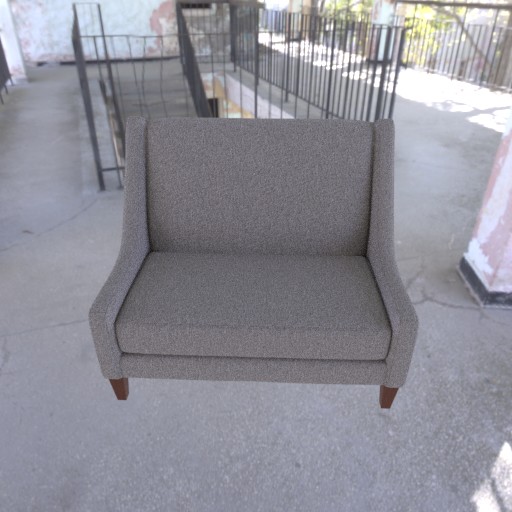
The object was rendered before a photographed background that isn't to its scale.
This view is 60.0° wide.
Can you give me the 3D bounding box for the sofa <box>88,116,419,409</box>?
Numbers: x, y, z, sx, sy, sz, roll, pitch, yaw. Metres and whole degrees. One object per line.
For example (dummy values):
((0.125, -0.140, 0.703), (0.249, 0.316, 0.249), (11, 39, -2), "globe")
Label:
((0.000, 0.000, 1.958), (1.242, 1.026, 0.862), (1, 31, 2), "sofa")
